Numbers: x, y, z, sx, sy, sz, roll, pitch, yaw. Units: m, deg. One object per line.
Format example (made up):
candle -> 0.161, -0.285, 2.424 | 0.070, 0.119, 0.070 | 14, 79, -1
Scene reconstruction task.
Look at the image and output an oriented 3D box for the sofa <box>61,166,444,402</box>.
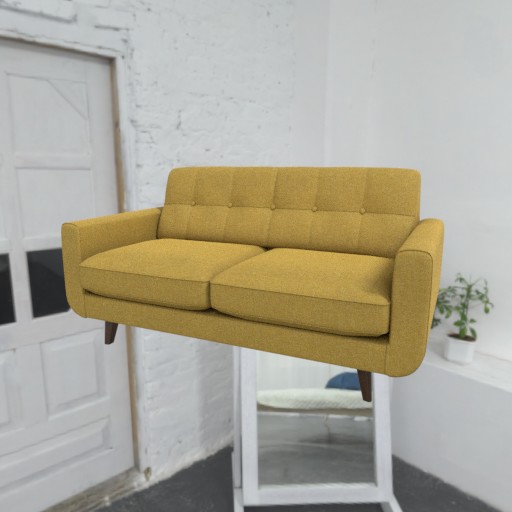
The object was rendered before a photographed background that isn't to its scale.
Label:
sofa -> 0.000, 0.000, 2.138 | 1.631, 0.841, 0.909 | 5, 13, 24
